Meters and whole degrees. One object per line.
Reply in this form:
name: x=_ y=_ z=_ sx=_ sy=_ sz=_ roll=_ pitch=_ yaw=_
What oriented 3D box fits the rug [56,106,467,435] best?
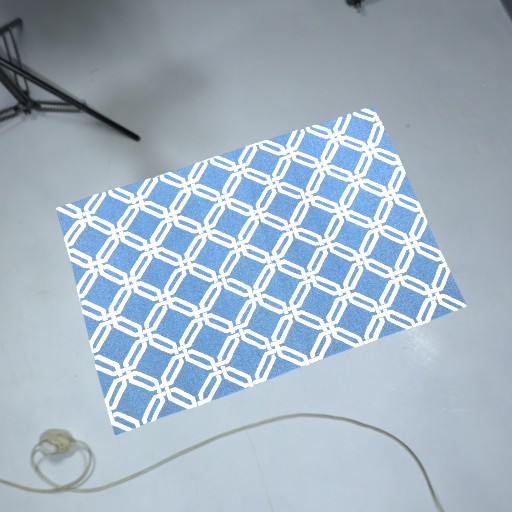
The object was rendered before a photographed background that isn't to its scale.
rug: x=0.000 y=0.000 z=2.180 sx=1.755 sy=0.010 sz=1.153 roll=-19 pitch=77 yaw=-5
